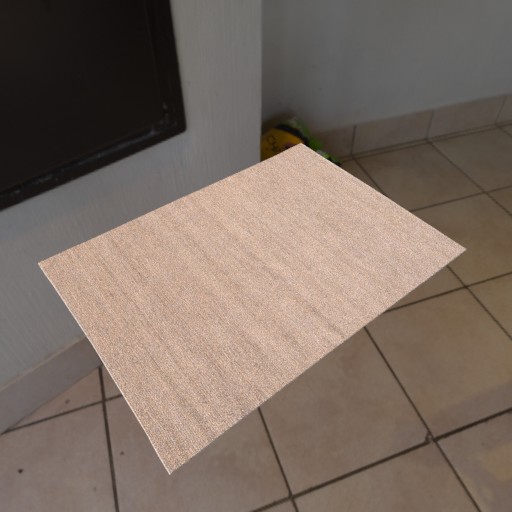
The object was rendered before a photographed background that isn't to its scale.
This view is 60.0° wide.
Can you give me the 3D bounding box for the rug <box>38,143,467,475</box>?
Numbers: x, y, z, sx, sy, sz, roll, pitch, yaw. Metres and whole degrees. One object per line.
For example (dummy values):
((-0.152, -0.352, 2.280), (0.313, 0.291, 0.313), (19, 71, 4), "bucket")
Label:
((0.000, 0.000, 2.865), (2.264, 0.030, 1.624), (-30, 53, -25), "rug")
